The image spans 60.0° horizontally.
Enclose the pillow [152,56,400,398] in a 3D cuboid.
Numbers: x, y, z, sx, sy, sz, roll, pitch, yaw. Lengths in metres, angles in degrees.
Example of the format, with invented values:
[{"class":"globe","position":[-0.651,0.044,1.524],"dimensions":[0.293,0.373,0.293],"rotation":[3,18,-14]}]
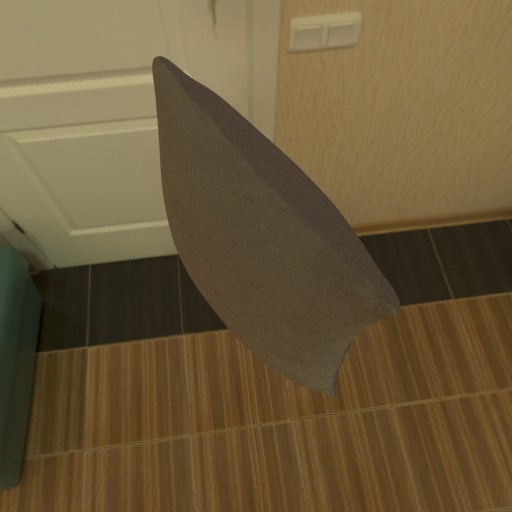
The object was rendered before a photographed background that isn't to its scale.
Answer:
[{"class":"pillow","position":[0.000,0.000,0.692],"dimensions":[0.204,0.439,0.452],"rotation":[-34,67,-16]}]
